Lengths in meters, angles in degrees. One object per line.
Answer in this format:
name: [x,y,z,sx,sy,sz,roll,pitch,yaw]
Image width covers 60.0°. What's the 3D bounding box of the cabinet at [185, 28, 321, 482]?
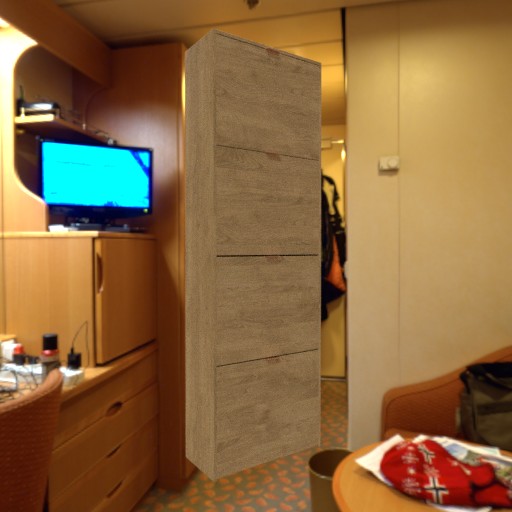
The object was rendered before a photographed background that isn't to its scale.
cabinet: [0.000,0.000,1.829,0.520,1.630,0.250,-1,1,-34]
